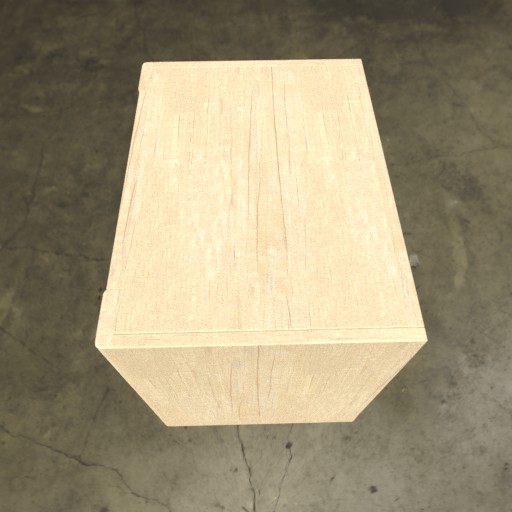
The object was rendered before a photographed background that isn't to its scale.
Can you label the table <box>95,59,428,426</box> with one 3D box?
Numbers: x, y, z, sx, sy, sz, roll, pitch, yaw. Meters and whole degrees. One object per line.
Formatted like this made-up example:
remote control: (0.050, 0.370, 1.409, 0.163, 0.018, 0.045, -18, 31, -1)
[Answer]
table: (0.000, 0.000, 0.920, 0.420, 0.510, 0.570, -1, 59, -1)
